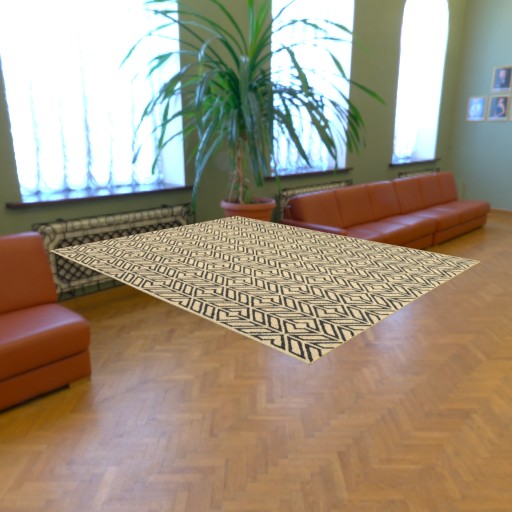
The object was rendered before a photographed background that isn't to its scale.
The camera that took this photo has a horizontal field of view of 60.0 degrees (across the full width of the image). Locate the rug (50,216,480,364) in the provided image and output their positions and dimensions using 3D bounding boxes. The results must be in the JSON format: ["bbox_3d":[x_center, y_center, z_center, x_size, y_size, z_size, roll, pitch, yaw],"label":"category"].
[{"bbox_3d":[0.000,0.000,3.996,3.045,0.008,2.421,15,21,42],"label":"rug"}]
